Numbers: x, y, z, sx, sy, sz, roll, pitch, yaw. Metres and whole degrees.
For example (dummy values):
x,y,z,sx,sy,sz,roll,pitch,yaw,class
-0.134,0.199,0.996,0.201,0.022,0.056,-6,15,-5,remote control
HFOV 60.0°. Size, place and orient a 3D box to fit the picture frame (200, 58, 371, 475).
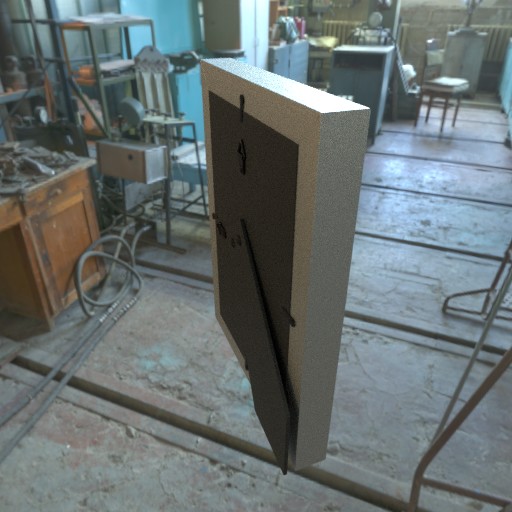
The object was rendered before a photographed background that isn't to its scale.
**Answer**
x,y,z,sx,sy,sz,roll,pitch,yaw,class
0.000,0.000,0.275,0.028,0.208,0.157,-12,33,-19,picture frame
